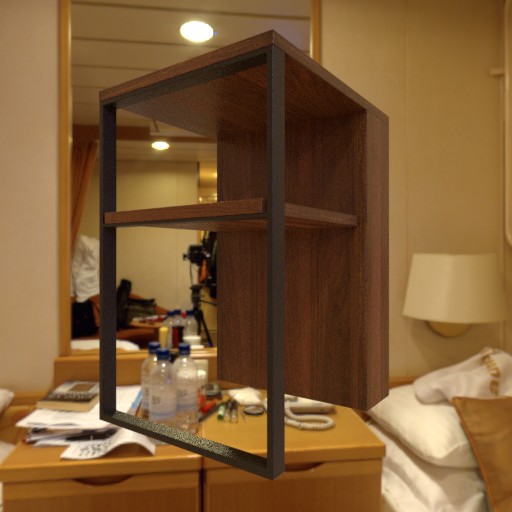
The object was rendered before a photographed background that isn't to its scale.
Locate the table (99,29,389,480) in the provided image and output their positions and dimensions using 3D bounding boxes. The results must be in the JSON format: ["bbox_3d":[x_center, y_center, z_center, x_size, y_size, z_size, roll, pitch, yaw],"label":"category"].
[{"bbox_3d":[0.000,0.000,1.527,0.660,1.041,0.786,0,0,36],"label":"table"}]
